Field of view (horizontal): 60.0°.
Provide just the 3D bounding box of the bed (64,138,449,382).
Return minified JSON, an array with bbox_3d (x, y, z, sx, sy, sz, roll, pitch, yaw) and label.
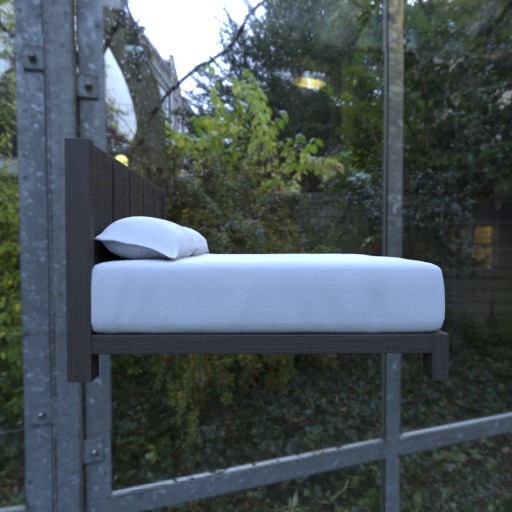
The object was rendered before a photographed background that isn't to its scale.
[{"bbox_3d":[0.000,0.000,3.384,2.012,1.270,2.134,0,1,-1],"label":"bed"}]
